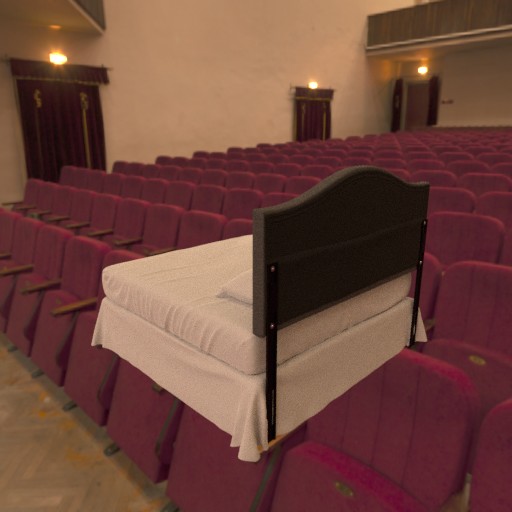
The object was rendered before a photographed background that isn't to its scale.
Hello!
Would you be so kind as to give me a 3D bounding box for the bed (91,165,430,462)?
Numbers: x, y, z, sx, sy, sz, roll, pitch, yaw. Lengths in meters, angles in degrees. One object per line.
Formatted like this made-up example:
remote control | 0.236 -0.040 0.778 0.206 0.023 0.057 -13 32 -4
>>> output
bed | 0.000 0.000 3.868 2.314 1.651 2.219 -15 21 -42
